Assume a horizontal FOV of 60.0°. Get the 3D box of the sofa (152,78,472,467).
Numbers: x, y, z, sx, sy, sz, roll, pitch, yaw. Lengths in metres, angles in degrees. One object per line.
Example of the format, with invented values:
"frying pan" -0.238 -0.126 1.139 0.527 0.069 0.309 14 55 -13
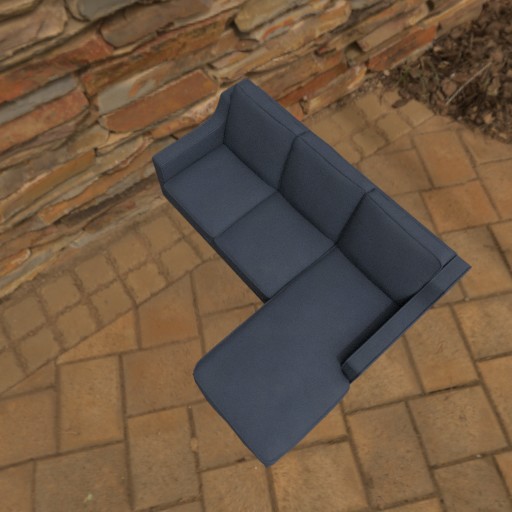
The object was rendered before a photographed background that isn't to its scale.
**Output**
"sofa" 0.000 0.000 3.346 1.858 1.066 2.317 -38 70 -16
